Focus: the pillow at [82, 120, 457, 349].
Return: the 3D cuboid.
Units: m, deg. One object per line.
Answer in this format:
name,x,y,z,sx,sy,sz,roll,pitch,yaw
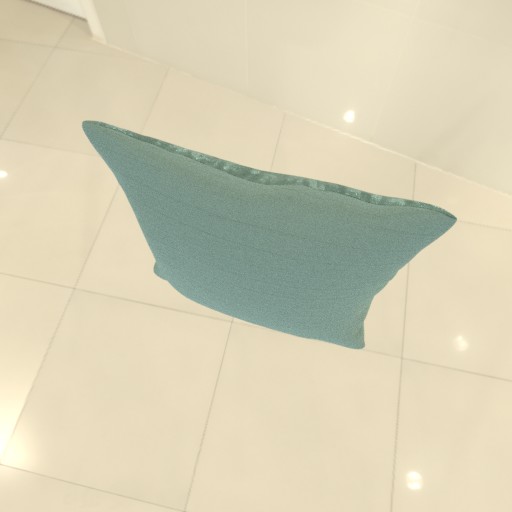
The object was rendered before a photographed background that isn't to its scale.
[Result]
pillow,0.000,0.000,0.726,0.470,0.464,0.175,17,65,8
